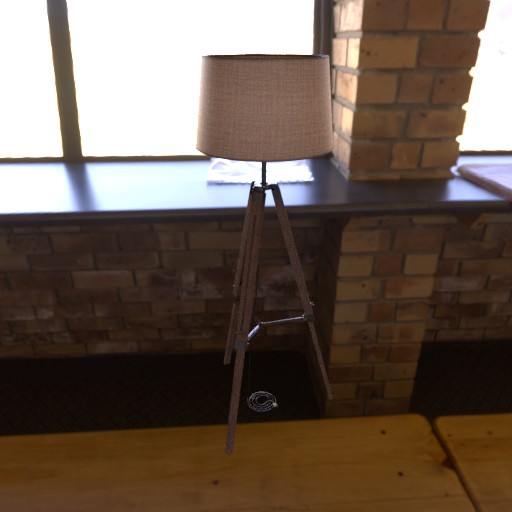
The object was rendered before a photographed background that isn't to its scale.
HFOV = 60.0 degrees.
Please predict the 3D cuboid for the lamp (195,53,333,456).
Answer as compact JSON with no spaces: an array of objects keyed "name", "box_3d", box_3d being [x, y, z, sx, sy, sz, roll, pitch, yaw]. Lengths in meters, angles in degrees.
[{"name":"lamp","box_3d":[0.000,0.000,1.829,0.604,1.510,0.587,-17,31,-31]}]
